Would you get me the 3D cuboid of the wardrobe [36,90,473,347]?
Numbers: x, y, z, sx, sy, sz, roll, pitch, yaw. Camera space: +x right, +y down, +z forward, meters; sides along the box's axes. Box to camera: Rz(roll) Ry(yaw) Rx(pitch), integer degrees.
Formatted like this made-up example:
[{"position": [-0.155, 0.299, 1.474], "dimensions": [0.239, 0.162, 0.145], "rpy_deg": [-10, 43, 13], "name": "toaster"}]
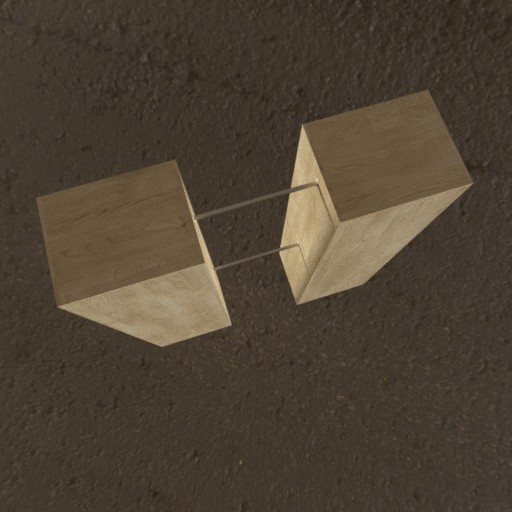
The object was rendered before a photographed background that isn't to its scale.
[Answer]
[{"position": [0.000, 0.000, 2.820], "dimensions": [1.770, 2.000, 0.480], "rpy_deg": [-17, 75, -5], "name": "wardrobe"}]
